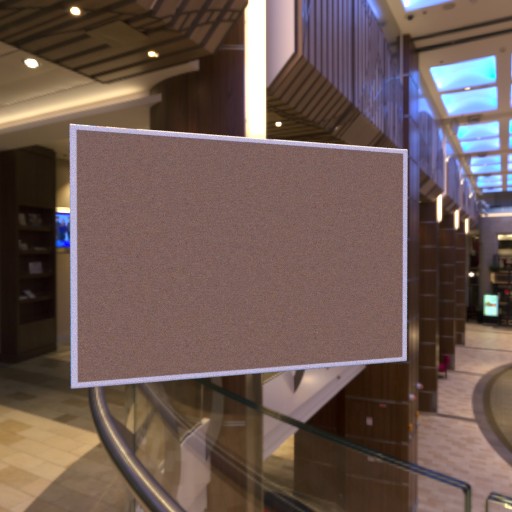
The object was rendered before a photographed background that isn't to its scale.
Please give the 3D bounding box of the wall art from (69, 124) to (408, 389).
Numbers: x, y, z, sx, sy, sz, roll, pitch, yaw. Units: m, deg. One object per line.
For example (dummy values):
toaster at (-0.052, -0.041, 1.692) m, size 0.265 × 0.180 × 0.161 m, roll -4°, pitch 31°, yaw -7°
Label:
wall art at (0.000, 0.000, 1.465) m, size 1.136 × 0.769 × 0.040 m, roll 0°, pitch 1°, yaw -17°
